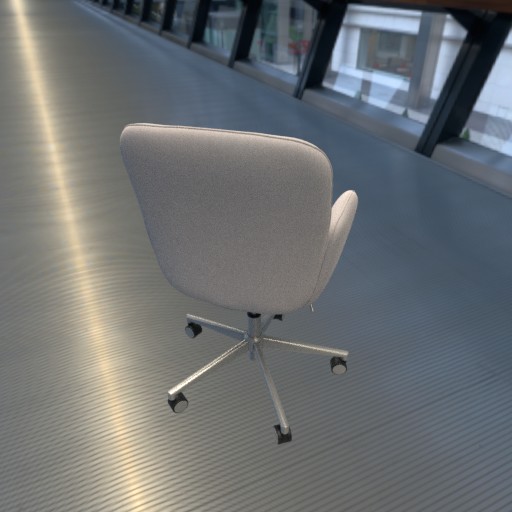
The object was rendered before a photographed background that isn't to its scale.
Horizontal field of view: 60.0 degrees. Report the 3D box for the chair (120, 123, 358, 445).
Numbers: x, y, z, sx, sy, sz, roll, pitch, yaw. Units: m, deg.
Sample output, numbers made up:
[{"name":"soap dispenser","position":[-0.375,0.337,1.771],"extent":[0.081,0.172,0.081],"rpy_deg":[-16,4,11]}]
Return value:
[{"name":"chair","position":[0.000,0.000,1.395],"extent":[0.648,0.959,0.633],"rpy_deg":[10,33,16]}]
